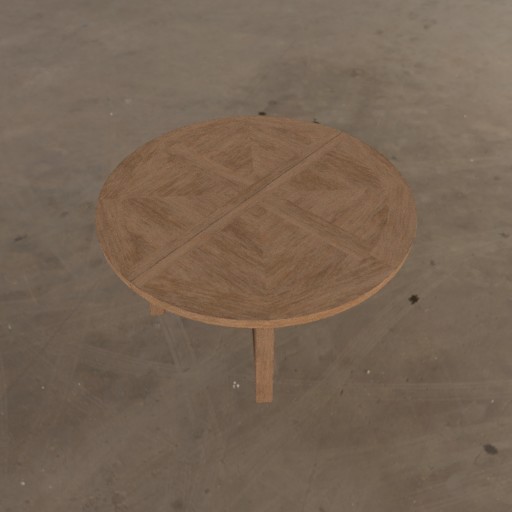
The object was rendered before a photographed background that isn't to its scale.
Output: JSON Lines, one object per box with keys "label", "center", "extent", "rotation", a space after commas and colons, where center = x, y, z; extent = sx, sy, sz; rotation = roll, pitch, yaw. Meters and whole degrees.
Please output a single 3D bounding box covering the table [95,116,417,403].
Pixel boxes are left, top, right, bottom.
{"label": "table", "center": [0.000, 0.000, 2.144], "extent": [1.319, 0.762, 1.319], "rotation": [0, 46, 0]}
